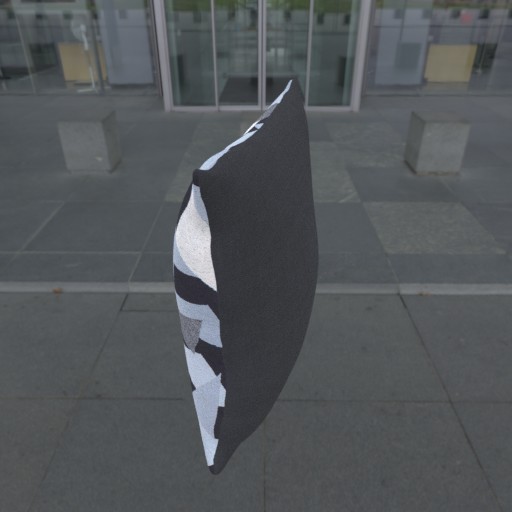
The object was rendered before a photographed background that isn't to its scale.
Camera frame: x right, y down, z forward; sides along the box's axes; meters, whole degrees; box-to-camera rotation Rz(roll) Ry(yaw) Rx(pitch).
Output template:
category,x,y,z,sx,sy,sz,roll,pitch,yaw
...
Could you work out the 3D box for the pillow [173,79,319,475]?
category,x,y,z,sx,sy,sz,roll,pitch,yaw
pillow,0.000,0.000,0.755,0.208,0.496,0.503,8,32,13
